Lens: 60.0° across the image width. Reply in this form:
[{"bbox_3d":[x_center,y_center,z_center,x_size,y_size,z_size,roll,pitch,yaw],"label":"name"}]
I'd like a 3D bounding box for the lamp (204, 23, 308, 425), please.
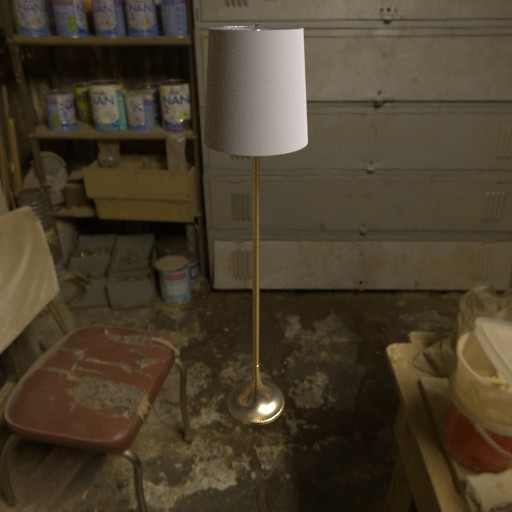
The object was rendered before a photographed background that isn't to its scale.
[{"bbox_3d":[0.000,0.000,1.661,0.337,1.543,0.337,0,29,0],"label":"lamp"}]
